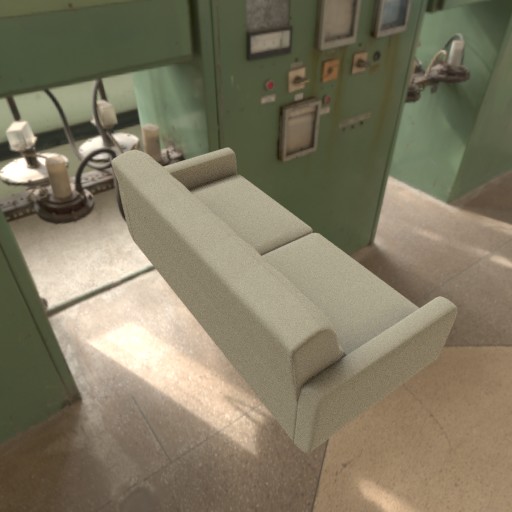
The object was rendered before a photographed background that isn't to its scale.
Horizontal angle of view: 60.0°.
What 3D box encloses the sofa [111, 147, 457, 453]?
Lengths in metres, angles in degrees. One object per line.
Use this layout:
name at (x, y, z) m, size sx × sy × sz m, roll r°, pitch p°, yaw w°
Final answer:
sofa at (0.000, 0.000, 2.737) m, size 0.980 × 0.892 × 2.137 m, roll -24°, pitch 46°, yaw -26°
